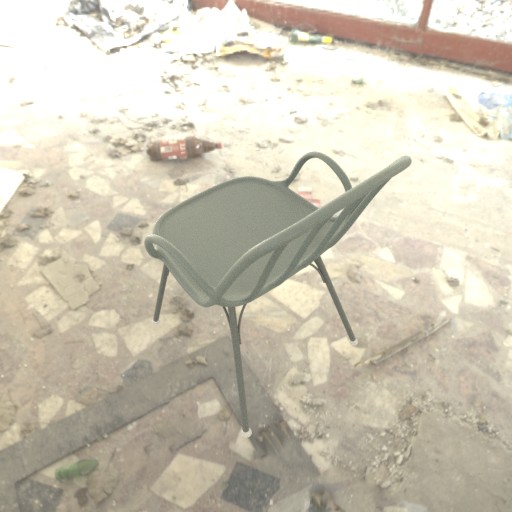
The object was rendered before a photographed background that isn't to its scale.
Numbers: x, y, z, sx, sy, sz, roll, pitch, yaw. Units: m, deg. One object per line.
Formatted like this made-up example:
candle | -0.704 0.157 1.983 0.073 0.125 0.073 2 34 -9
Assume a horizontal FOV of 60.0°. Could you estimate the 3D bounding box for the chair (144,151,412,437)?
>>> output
chair | 0.000 0.000 1.256 0.549 0.816 0.597 -32 54 -27
